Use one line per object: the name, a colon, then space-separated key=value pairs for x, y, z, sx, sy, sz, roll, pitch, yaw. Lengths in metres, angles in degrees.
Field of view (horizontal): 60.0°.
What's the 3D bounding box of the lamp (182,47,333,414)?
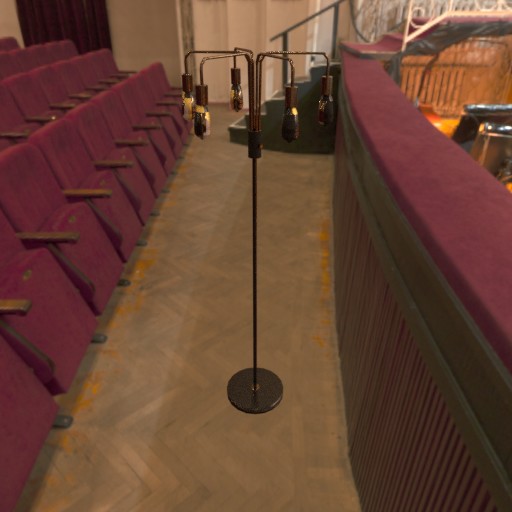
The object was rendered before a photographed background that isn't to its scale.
lamp: x=0.000 y=0.000 z=2.043 sx=0.599 sy=1.721 sz=0.572 roll=0 pitch=29 yaw=0
